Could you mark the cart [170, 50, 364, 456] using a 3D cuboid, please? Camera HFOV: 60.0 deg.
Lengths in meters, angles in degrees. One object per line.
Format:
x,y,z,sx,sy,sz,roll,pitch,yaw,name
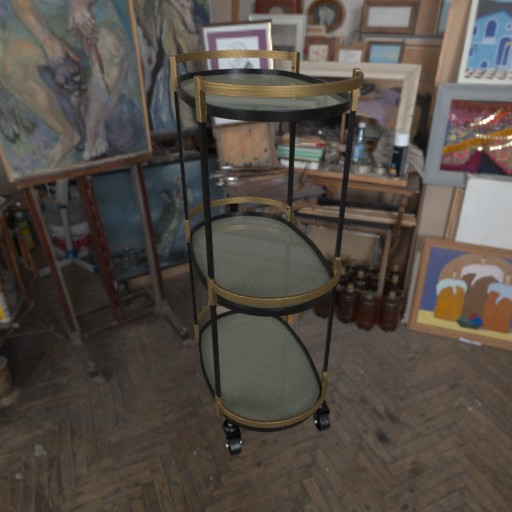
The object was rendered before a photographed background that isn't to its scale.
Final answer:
0.000,0.000,1.096,0.311,0.885,0.515,-9,32,-15,cart
